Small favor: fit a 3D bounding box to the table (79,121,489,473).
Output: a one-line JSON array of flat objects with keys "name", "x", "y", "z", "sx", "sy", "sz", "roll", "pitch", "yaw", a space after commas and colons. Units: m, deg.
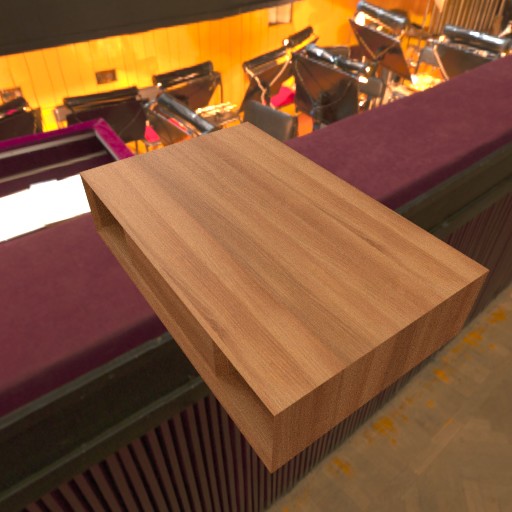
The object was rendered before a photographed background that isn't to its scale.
[{"name": "table", "x": 0.000, "y": 0.000, "z": 1.439, "sx": 0.700, "sy": 0.330, "sz": 1.100, "roll": -25, "pitch": 47, "yaw": -26}]
